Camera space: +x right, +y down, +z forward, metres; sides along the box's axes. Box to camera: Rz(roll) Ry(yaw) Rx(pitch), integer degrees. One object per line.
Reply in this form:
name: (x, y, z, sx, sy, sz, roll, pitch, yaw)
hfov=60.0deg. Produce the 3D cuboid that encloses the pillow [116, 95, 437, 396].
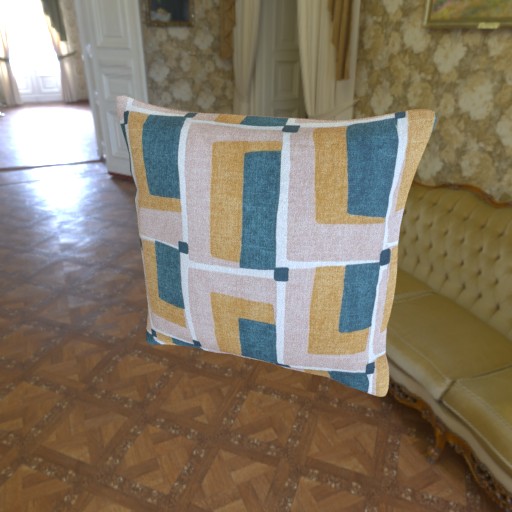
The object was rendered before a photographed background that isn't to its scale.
pillow: (0.000, 0.000, 0.725, 0.478, 0.479, 0.158, 9, 28, 17)
